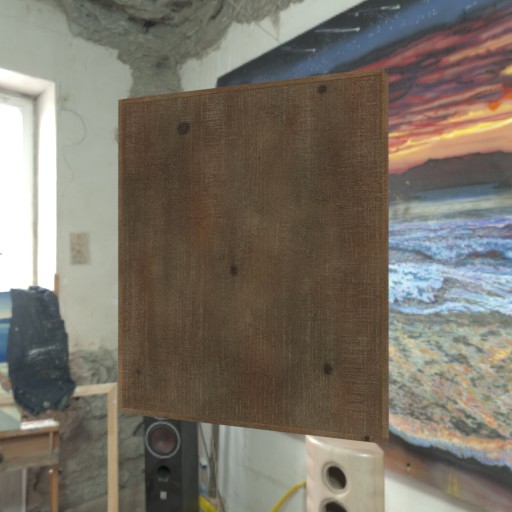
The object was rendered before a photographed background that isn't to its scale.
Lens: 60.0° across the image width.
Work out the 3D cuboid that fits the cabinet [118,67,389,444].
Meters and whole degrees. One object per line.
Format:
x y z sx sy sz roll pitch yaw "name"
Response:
0.000 0.000 0.852 0.489 0.590 0.184 0 0 17 "cabinet"
